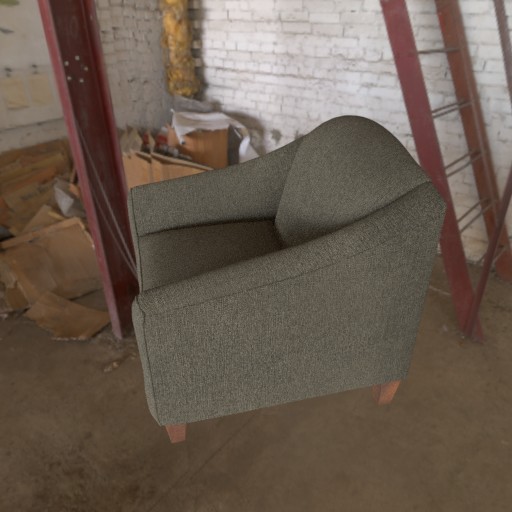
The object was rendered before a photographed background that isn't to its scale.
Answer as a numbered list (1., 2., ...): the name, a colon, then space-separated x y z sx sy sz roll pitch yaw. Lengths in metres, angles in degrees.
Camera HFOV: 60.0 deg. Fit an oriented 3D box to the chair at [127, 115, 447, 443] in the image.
1. chair: 0.000 0.000 1.451 0.787 0.839 0.763 -8 31 -13
